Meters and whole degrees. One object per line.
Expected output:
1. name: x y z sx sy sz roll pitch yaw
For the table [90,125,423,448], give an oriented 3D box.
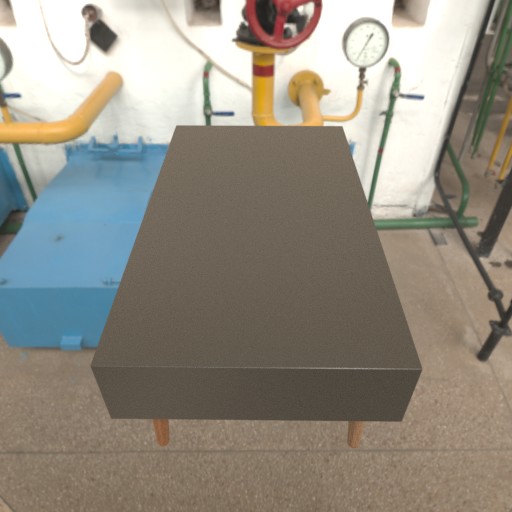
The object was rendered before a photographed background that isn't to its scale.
1. table: 0.000 0.000 1.507 0.703 0.404 1.201 0 40 0
